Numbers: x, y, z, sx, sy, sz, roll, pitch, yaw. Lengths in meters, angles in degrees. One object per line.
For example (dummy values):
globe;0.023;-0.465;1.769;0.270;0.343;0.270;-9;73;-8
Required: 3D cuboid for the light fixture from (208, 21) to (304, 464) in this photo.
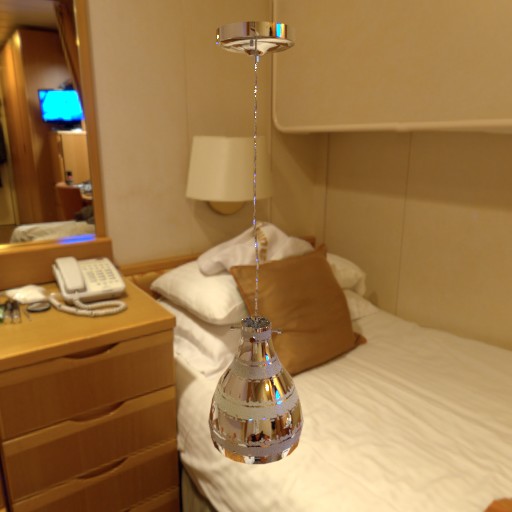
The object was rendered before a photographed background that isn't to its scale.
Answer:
light fixture;0.000;0.000;1.577;0.374;1.457;0.374;2;15;8
